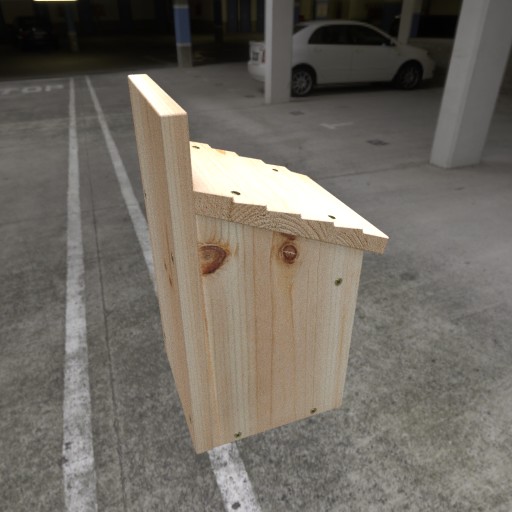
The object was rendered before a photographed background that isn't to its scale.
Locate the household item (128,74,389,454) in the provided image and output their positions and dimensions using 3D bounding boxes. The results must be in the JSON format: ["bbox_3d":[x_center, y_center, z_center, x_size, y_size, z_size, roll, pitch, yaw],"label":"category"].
[{"bbox_3d":[0.000,0.000,0.407,0.171,0.300,0.149,-11,33,-18],"label":"household item"}]
